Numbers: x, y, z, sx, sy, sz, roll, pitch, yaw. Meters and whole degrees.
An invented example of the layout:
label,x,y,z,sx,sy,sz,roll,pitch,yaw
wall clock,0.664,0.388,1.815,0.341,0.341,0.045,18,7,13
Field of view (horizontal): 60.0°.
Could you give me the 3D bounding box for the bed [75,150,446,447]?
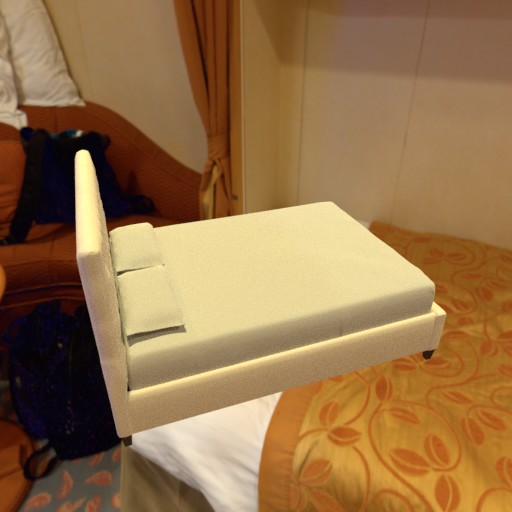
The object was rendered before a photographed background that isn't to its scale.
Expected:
label,x,y,z,sx,sy,sz,roll,pitch,yaw
bed,0.000,0.000,3.430,2.387,1.427,1.698,-10,32,-17
